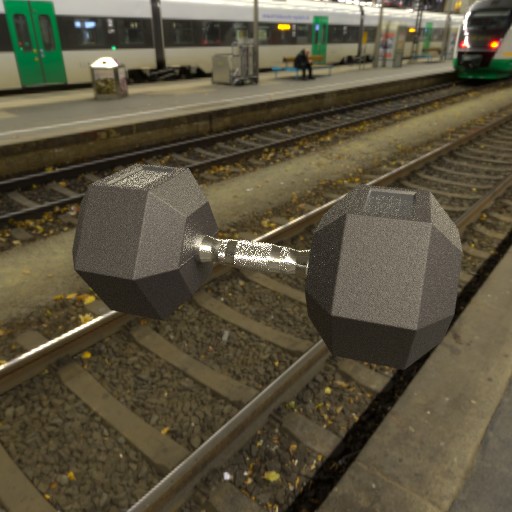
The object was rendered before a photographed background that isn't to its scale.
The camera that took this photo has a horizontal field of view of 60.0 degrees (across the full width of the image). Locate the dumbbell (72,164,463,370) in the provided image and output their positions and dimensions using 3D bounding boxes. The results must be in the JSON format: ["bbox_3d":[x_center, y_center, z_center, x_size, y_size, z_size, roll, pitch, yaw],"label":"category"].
[{"bbox_3d":[0.000,0.000,0.331,0.271,0.106,0.122,8,28,16],"label":"dumbbell"}]
